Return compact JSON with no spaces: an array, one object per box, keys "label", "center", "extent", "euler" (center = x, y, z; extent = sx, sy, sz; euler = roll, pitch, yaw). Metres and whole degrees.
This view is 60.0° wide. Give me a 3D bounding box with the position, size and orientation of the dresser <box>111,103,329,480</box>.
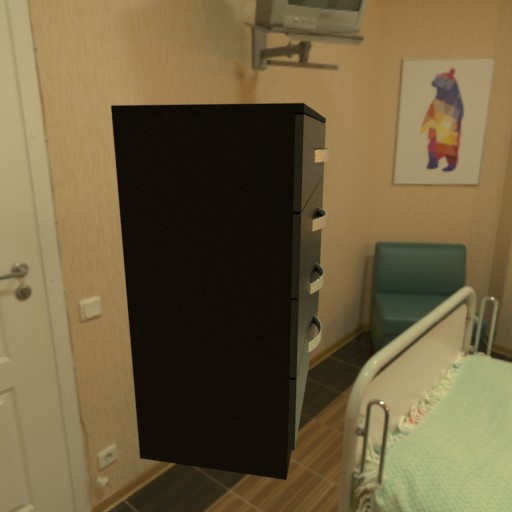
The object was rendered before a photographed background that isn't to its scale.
[{"label":"dresser","center":[0.000,0.000,1.178],"extent":[0.360,0.720,0.750],"euler":[3,16,11]}]
